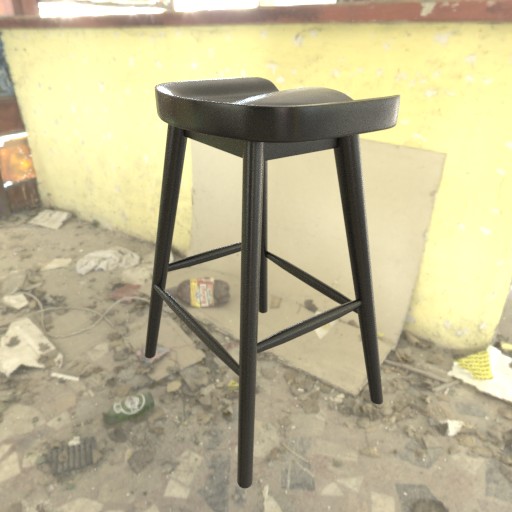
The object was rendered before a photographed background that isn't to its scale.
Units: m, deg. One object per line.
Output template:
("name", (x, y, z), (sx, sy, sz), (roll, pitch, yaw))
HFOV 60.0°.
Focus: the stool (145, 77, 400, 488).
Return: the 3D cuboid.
("stool", (0.000, 0.000, 0.867), (0.361, 0.615, 0.440), (-17, 31, -31))
